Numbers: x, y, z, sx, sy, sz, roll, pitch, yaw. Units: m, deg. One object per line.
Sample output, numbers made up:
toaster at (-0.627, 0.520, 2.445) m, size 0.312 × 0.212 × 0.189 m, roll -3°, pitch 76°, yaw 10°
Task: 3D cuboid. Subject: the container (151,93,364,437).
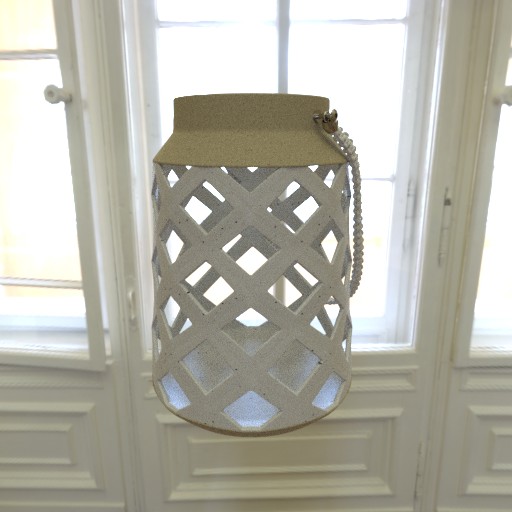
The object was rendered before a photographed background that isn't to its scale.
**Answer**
container at (0.000, 0.000, 0.343) m, size 0.172 × 0.229 × 0.163 m, roll -15°, pitch 22°, yaw -43°
